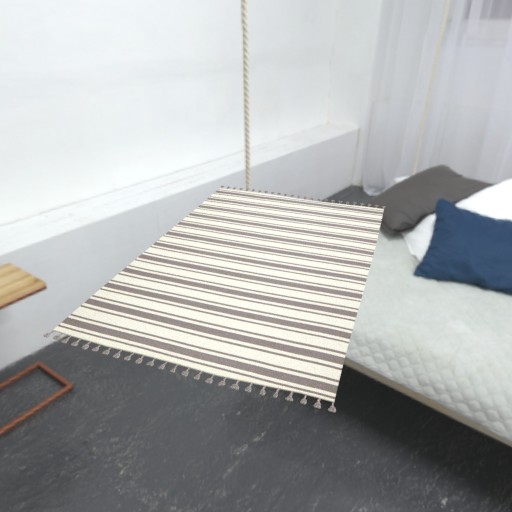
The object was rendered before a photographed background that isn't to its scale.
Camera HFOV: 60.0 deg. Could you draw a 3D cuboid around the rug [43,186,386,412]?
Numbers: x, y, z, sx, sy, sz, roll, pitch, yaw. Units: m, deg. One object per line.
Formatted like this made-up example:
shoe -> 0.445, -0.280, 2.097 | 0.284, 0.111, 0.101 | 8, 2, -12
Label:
rug -> 0.000, 0.000, 3.114 | 1.563, 0.014, 2.425 | 10, 31, 17
